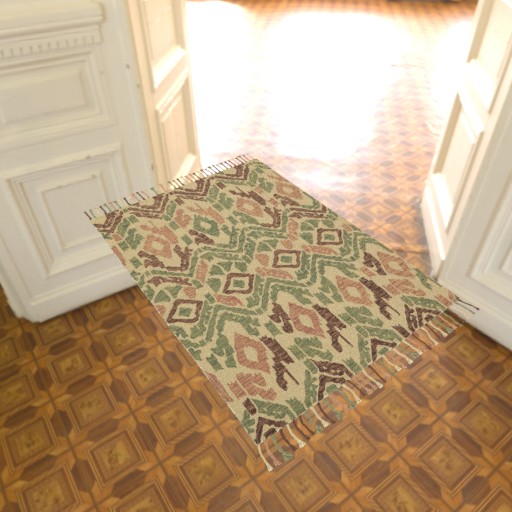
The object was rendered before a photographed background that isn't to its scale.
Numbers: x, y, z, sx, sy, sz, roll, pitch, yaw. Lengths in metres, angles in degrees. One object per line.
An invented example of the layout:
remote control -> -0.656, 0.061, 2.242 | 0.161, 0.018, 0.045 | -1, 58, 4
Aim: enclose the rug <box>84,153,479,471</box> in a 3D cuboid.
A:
rug -> 0.000, 0.000, 2.306 | 1.219, 0.010, 1.829 | -26, 48, -26
